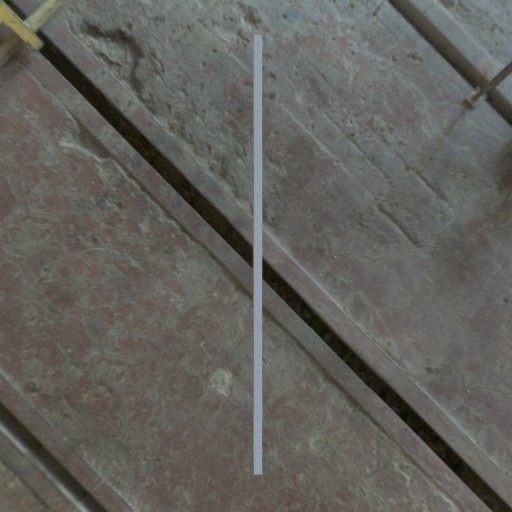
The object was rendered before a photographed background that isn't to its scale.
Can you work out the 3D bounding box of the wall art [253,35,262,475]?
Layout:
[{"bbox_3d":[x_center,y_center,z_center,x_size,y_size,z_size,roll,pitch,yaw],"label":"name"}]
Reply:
[{"bbox_3d":[0.000,0.000,1.225,0.015,0.812,0.812,0,89,0],"label":"wall art"}]
